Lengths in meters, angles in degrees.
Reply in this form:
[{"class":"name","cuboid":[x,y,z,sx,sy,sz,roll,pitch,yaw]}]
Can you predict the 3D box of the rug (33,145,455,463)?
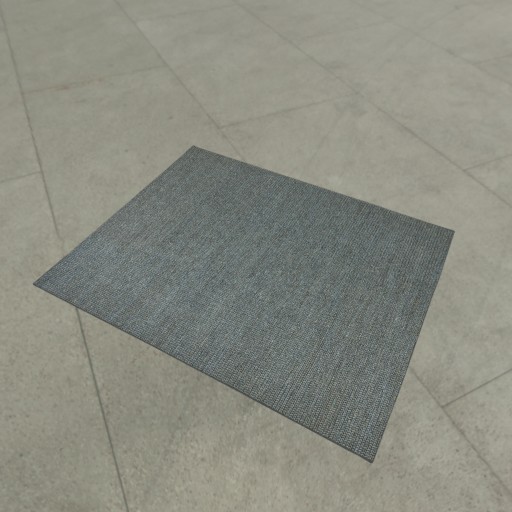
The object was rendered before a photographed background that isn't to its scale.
[{"class":"rug","cuboid":[0.000,0.000,4.058,3.068,0.021,2.456,22,51,19]}]
